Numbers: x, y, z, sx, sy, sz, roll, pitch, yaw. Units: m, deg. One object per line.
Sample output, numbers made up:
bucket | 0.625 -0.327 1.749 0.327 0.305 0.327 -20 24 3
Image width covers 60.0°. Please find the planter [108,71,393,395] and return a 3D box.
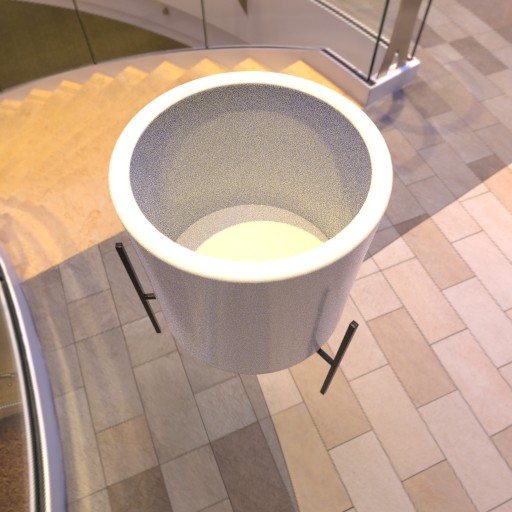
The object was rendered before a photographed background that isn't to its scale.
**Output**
planter | 0.000 0.000 0.724 0.360 0.480 0.361 18 59 11
